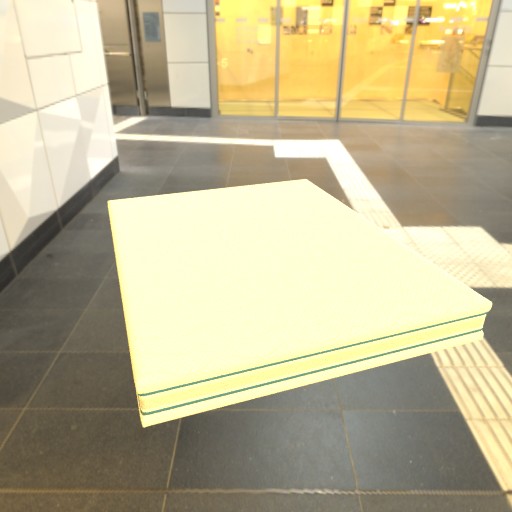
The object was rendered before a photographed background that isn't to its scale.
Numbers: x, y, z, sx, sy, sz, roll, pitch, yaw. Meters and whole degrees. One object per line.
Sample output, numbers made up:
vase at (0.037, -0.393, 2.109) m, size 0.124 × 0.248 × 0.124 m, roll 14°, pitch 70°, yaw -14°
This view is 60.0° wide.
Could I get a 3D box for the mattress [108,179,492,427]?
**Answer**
mattress at (0.000, 0.000, 2.678) m, size 1.600 × 0.230 × 2.000 m, roll -9°, pitch 28°, yaw -17°
